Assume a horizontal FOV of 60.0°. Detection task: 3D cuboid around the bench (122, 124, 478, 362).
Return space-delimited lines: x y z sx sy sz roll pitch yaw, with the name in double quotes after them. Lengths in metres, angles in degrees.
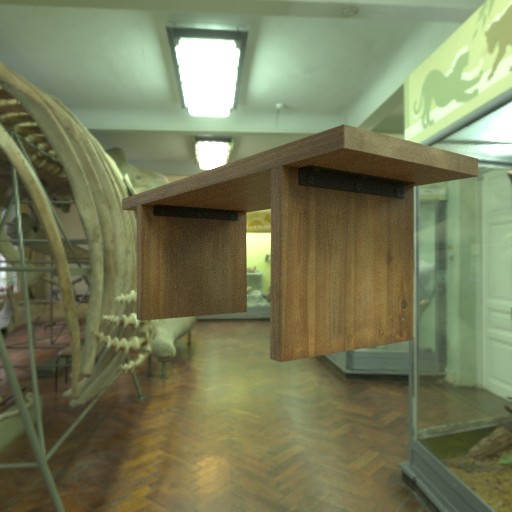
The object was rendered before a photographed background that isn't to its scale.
0.000 0.000 1.403 0.458 0.458 1.183 0 -1 -36 "bench"
